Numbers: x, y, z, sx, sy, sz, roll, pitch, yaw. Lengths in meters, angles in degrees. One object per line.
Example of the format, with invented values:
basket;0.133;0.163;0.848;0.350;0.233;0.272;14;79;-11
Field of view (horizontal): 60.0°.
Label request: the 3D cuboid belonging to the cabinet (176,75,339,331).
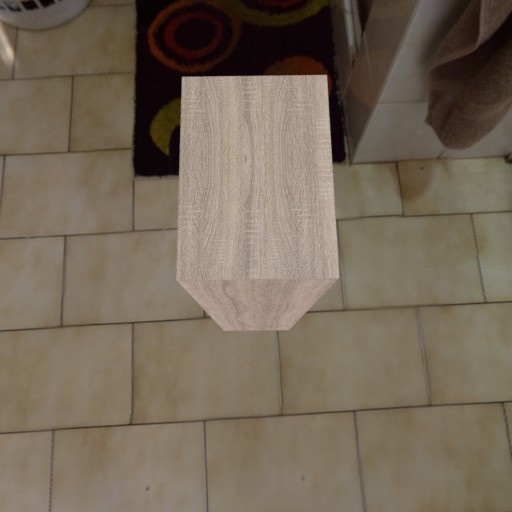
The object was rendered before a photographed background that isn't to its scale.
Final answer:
cabinet;0.000;0.000;2.054;0.400;1.850;0.570;-1;76;0
